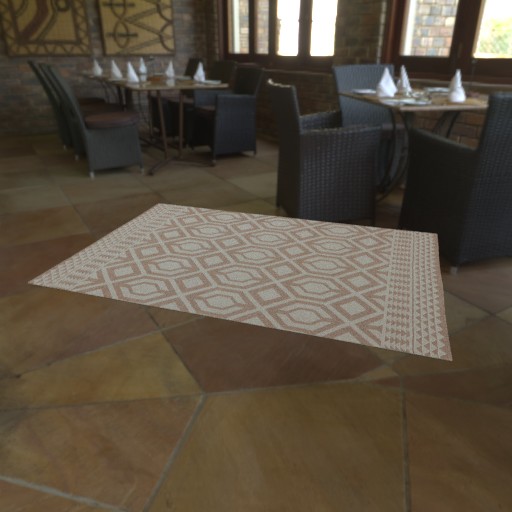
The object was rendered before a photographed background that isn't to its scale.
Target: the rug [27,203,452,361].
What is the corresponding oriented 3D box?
[{"bbox_3d":[0.000,0.000,2.321,1.829,0.008,1.219,8,26,16],"label":"rug"}]
